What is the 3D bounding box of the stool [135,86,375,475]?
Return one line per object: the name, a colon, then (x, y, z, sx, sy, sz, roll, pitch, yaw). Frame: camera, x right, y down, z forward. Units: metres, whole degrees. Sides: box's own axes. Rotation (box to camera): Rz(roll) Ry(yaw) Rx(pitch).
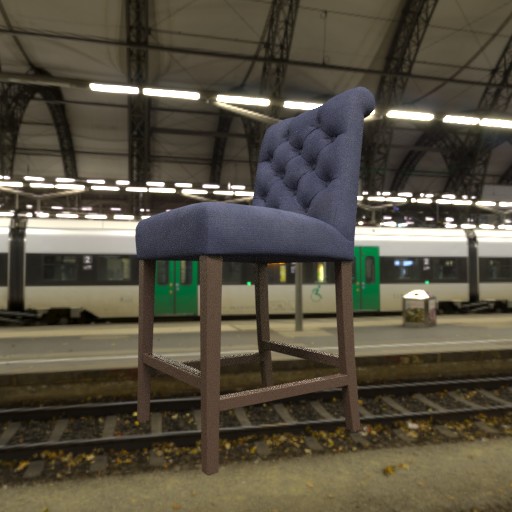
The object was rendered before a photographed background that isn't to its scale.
stool: (0.000, 0.000, 1.350, 0.601, 1.010, 0.493, 1, -3, -34)
